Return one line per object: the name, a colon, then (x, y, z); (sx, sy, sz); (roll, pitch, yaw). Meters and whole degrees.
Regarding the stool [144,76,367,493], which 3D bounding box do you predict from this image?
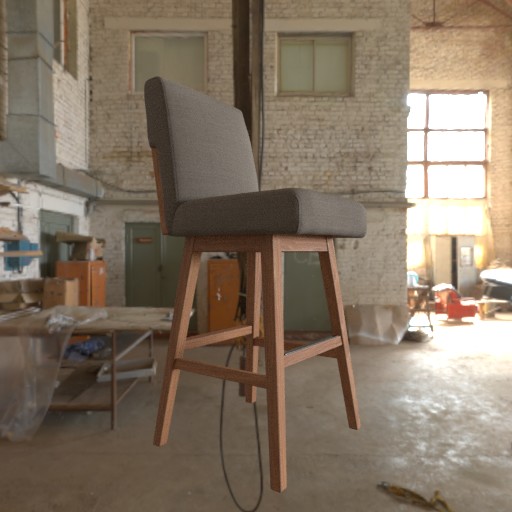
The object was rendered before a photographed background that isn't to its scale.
stool: (0.000, 0.000, 1.377); (0.570, 1.112, 0.483); (1, 1, 36)
